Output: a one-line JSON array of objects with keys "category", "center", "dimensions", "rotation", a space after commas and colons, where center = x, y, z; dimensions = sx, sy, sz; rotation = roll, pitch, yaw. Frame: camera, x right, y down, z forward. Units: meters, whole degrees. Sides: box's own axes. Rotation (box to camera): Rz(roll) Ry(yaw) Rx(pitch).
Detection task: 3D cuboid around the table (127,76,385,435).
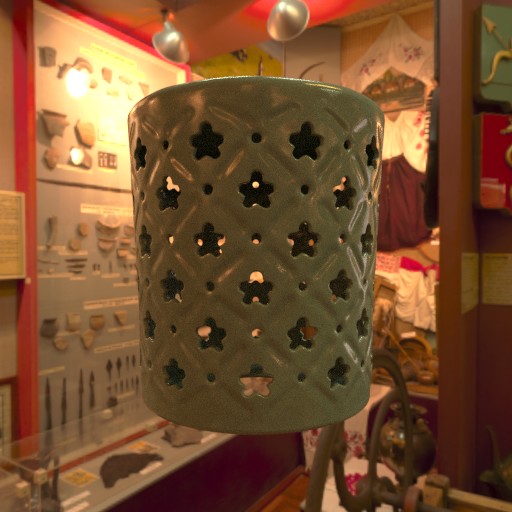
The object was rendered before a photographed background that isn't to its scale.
[{"category": "table", "center": [0.000, 0.000, 0.632], "dimensions": [0.352, 0.387, 0.352], "rotation": [0, 1, 0]}]
